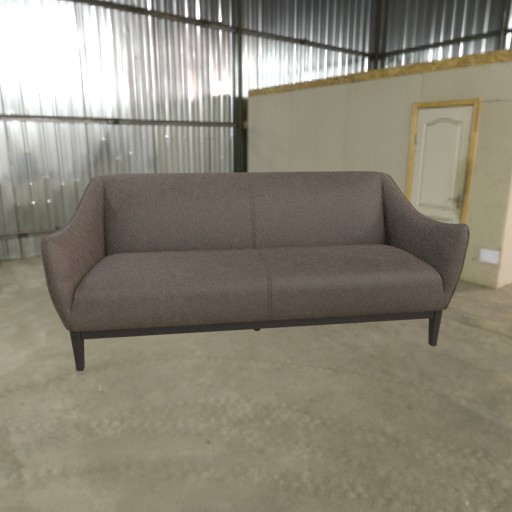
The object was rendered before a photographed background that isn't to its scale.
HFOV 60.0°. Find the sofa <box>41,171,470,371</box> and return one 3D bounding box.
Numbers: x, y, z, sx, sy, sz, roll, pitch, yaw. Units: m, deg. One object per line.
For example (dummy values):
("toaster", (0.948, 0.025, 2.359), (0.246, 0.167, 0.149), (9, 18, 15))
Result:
("sofa", (0.000, 0.000, 2.377), (1.928, 0.831, 0.869), (-2, 15, -8))
